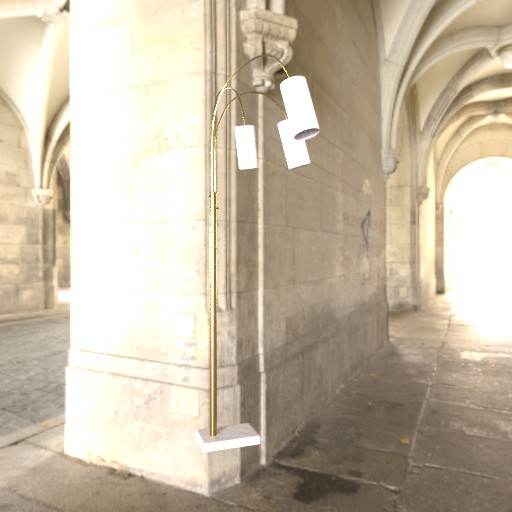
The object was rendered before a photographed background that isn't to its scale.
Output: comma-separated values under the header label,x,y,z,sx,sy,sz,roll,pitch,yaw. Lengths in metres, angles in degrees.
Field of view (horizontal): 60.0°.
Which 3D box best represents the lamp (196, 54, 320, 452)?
label,x,y,z,sx,sy,sz,roll,pitch,yaw
lamp,0.000,0.000,2.534,0.667,2.055,1.020,0,0,-19
